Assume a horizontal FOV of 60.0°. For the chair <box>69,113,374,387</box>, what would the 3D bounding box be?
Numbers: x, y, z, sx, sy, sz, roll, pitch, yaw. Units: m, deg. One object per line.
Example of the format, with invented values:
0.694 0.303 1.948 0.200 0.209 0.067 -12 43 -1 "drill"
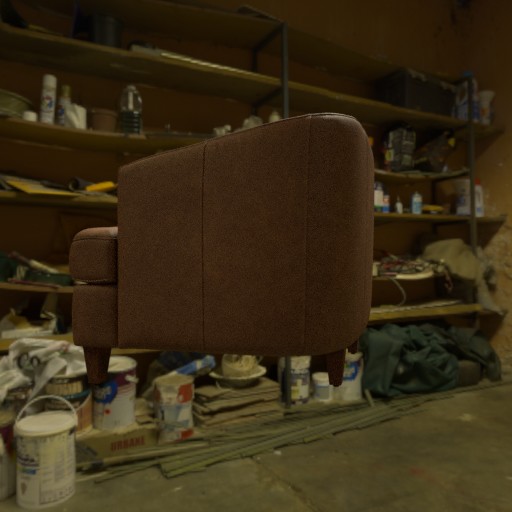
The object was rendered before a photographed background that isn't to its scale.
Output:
0.000 0.000 1.772 0.911 0.836 1.119 0 -1 18 "chair"
